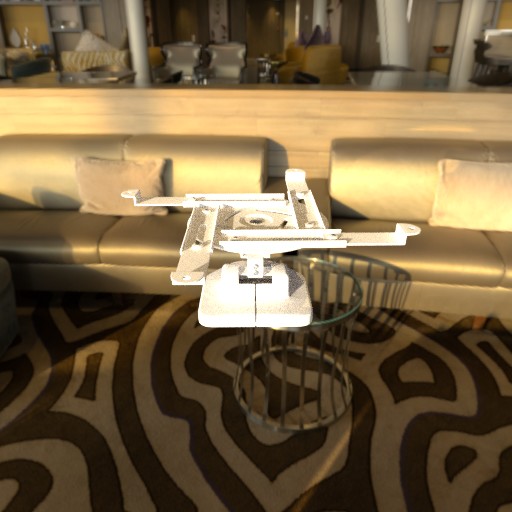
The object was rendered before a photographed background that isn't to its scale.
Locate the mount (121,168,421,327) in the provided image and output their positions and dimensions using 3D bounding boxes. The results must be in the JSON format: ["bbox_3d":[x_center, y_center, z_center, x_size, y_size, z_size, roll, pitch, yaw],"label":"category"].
[{"bbox_3d":[0.000,0.000,0.625,0.394,0.141,0.394,0,27,-1],"label":"mount"}]
